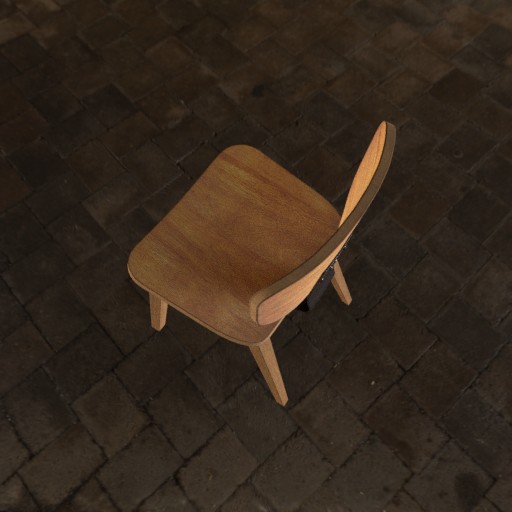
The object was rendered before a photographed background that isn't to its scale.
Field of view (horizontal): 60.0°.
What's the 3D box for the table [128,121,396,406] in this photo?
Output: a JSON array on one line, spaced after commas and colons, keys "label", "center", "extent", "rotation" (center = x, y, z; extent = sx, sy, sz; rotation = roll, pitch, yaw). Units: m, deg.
[{"label": "table", "center": [0.000, 0.000, 1.127], "extent": [0.500, 0.805, 0.499], "rotation": [32, 68, 14]}]
